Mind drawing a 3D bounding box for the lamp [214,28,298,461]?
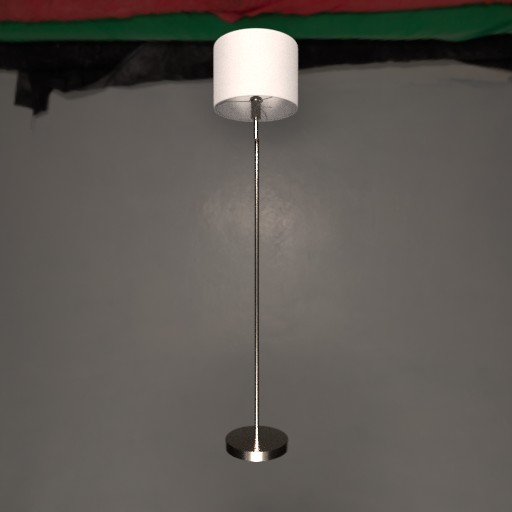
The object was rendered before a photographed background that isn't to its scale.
[{"bbox_3d":[0.000,0.000,1.769,0.324,1.600,0.416,0,1,1],"label":"lamp"}]
